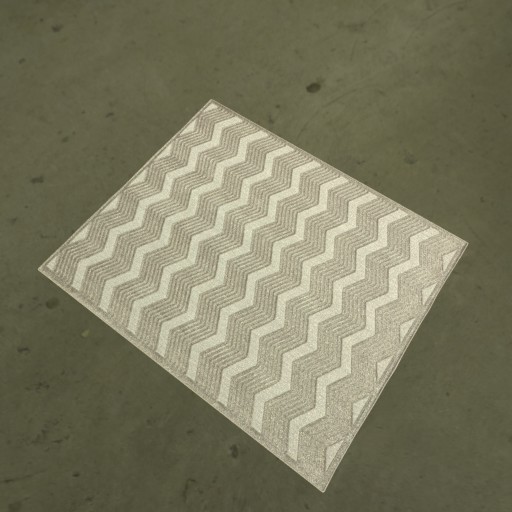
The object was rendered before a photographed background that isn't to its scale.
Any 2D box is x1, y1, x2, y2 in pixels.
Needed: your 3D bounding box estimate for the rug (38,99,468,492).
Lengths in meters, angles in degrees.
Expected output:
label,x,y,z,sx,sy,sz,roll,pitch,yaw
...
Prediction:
label,x,y,z,sx,sy,sz,roll,pitch,yaw
rug,0.000,0.000,3.839,2.880,0.005,2.391,33,69,15
